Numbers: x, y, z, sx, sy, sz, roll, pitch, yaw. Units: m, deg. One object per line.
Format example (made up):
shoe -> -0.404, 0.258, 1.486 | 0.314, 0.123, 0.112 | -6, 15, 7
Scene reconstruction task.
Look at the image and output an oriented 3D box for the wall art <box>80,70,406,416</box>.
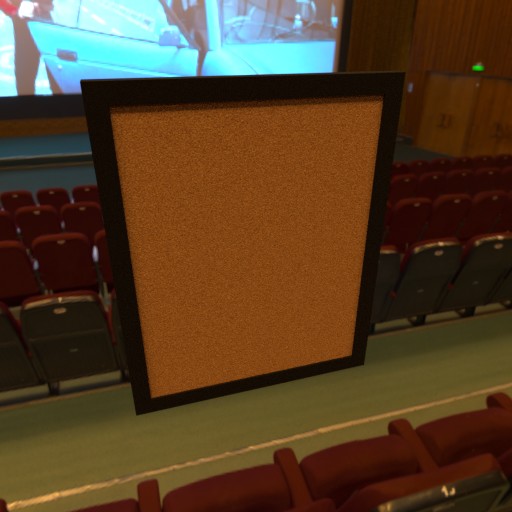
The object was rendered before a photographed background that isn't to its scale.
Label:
wall art -> 0.000, 0.000, 0.738 | 0.457, 0.559, 0.029 | -8, 28, -15
